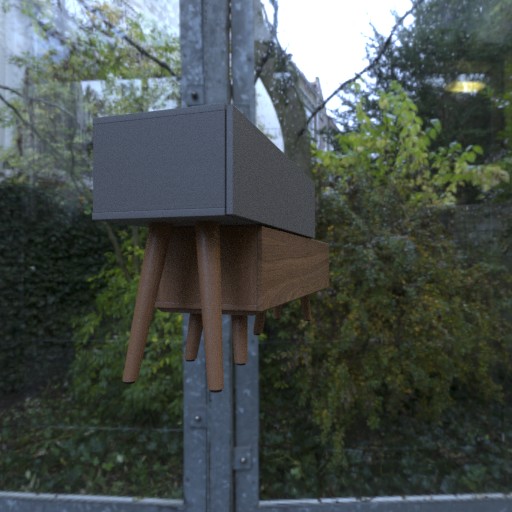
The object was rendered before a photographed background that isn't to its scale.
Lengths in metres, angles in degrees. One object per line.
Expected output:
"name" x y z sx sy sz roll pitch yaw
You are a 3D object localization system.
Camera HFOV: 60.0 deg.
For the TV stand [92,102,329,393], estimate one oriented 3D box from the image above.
"TV stand" 0.000 0.000 1.556 0.329 0.591 1.336 0 -1 18
